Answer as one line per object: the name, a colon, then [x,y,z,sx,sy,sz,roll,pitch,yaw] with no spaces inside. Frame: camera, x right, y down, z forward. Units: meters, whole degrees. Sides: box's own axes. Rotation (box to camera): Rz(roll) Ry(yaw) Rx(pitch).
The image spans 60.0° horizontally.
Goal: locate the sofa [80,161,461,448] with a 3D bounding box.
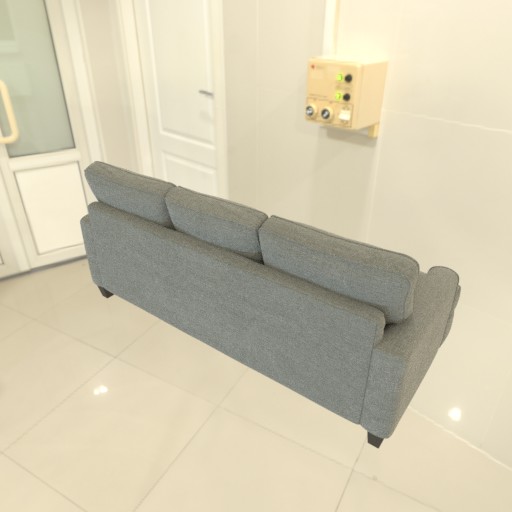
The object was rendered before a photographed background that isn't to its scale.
sofa: [0.000,0.000,2.641,2.158,0.965,0.951,21,36,31]
